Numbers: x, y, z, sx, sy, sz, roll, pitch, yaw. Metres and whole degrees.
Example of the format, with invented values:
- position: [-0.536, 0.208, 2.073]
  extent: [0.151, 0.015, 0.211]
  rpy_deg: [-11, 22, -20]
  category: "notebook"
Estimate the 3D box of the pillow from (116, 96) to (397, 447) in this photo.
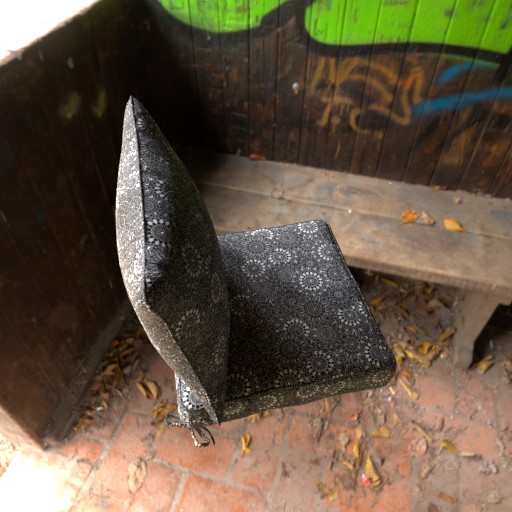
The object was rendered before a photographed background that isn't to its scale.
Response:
- position: [0.000, 0.000, 1.330]
  extent: [0.740, 0.722, 0.798]
  rpy_deg: [-9, 47, -9]
  category: "pillow"
